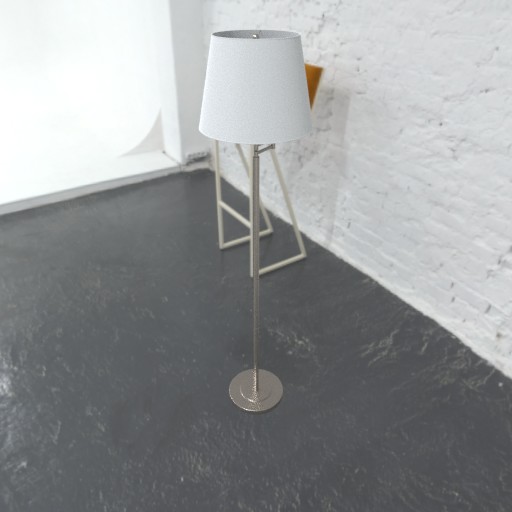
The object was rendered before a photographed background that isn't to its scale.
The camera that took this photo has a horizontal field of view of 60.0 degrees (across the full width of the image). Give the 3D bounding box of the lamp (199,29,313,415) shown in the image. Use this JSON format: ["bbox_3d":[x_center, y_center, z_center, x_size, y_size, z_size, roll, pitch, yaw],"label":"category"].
[{"bbox_3d":[0.000,0.000,1.637,0.355,1.473,0.355,0,32,0],"label":"lamp"}]
